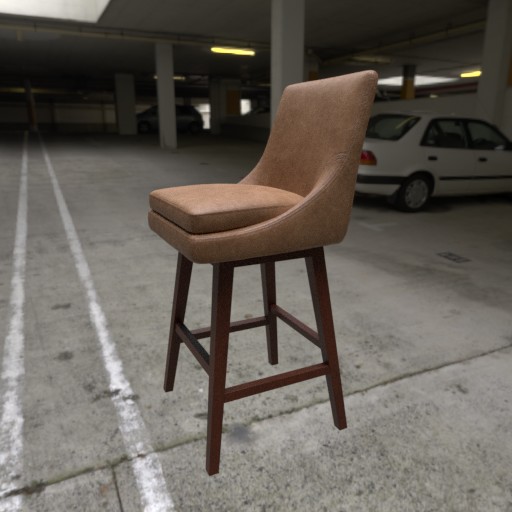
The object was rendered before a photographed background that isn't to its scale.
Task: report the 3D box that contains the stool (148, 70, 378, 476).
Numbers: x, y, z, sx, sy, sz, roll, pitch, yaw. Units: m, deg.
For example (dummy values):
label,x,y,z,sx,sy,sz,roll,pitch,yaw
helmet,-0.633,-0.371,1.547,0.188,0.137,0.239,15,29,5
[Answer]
label,x,y,z,sx,sy,sz,roll,pitch,yaw
stool,0.000,0.000,1.403,0.572,1.079,0.487,-7,17,-25
